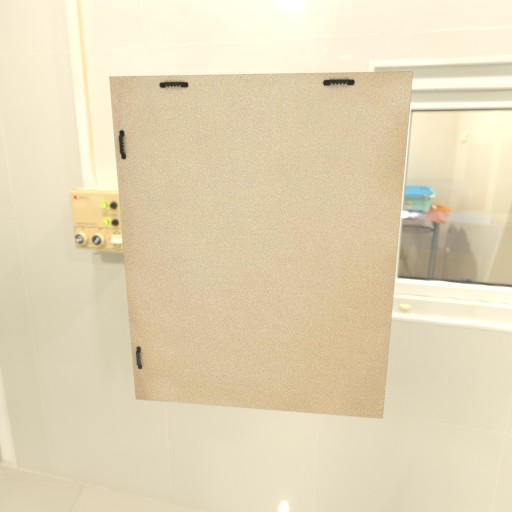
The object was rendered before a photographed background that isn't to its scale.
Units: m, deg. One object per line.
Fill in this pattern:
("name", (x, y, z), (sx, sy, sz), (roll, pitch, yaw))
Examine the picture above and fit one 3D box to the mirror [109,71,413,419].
("mirror", (0.000, 0.000, 0.668), (0.405, 0.508, 0.041), (2, 16, 7))
